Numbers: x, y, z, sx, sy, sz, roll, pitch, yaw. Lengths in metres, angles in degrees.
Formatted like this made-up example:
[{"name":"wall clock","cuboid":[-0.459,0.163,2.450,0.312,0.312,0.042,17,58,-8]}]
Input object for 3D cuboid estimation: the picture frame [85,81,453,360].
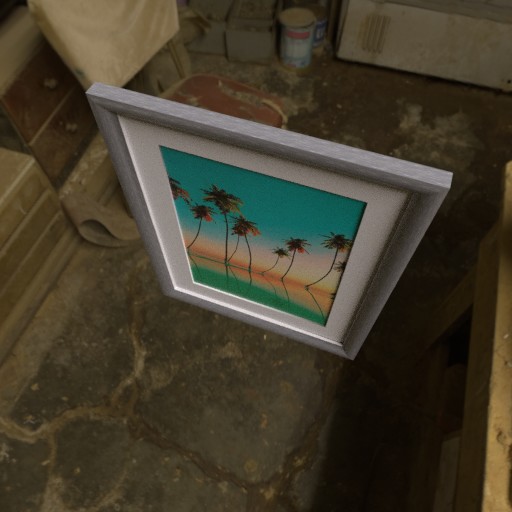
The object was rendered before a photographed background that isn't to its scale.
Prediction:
[{"name":"picture frame","cuboid":[0.000,0.000,0.762,0.454,0.559,0.029,17,60,11]}]
